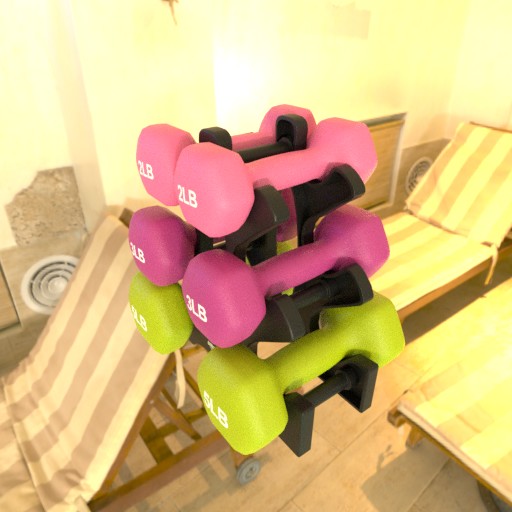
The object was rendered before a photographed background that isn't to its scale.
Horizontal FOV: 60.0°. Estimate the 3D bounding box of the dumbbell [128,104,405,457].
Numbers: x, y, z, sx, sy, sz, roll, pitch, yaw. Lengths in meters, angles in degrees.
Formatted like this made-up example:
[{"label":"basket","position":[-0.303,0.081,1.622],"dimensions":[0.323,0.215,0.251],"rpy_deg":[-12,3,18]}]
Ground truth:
[{"label":"dumbbell","position":[0.000,0.000,0.439],"dimensions":[0.203,0.261,0.257],"rpy_deg":[-20,35,-31]}]
